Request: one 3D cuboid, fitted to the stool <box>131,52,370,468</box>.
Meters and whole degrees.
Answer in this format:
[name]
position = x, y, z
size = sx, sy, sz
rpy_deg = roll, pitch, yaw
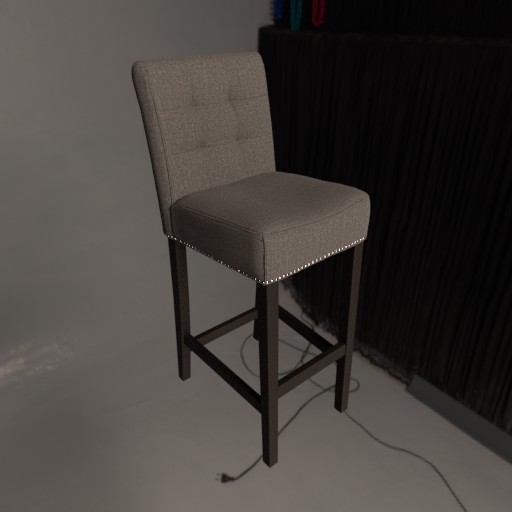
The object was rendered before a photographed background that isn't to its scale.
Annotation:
[stool]
position = 0.000, 0.000, 1.302
size = 0.411, 1.047, 0.548
rpy_deg = -22, 36, -34
